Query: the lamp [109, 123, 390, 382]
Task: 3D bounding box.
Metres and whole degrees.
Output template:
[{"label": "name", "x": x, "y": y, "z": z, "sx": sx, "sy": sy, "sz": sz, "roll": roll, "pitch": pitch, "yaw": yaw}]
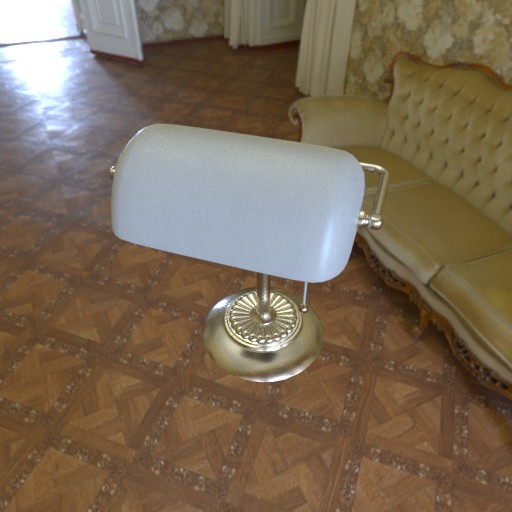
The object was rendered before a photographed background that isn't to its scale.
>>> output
[{"label": "lamp", "x": 0.000, "y": 0.000, "z": 0.523, "sx": 0.264, "sy": 0.339, "sz": 0.243, "roll": 12, "pitch": 42, "yaw": 14}]
